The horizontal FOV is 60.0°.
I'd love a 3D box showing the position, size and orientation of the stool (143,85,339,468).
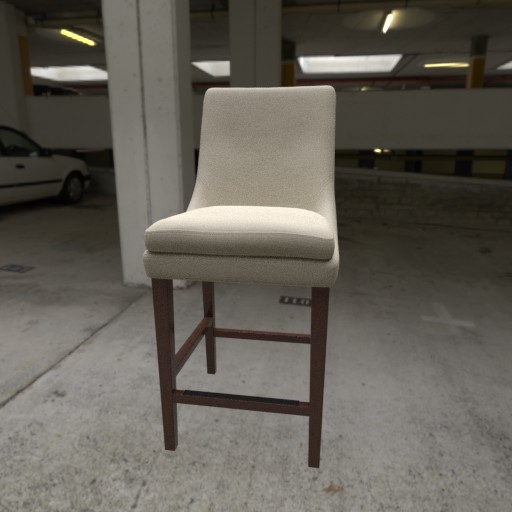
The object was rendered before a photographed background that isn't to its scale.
[{"bbox_3d":[0.000,0.000,1.295,0.470,0.981,0.577,2,15,9],"label":"stool"}]
